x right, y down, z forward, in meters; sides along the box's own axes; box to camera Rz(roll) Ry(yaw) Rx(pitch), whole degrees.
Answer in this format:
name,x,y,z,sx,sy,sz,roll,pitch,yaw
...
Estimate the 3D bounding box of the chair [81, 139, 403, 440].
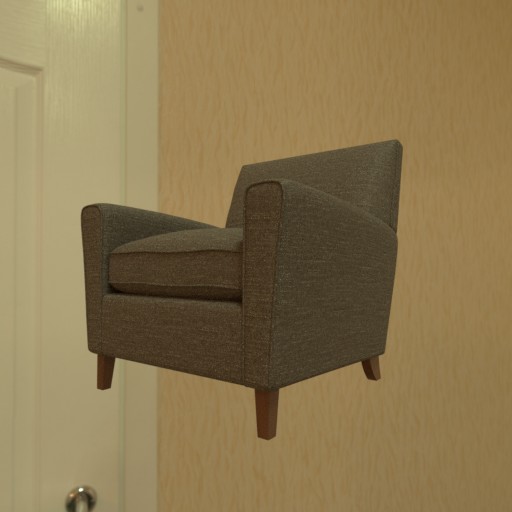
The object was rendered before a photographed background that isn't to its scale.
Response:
name,x,y,z,sx,sy,sz,roll,pitch,yaw
chair,0.000,0.000,1.589,0.838,0.885,0.875,-1,-1,38
